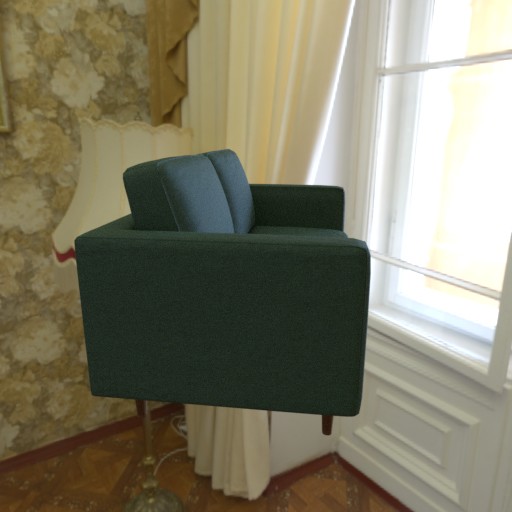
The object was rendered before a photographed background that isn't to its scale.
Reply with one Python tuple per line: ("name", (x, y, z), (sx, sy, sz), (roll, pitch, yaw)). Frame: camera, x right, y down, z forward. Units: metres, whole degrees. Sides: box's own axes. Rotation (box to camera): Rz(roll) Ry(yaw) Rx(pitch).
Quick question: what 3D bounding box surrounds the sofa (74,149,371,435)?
("sofa", (0.000, 0.000, 1.974), (0.879, 0.899, 1.430), (2, 16, 8))
